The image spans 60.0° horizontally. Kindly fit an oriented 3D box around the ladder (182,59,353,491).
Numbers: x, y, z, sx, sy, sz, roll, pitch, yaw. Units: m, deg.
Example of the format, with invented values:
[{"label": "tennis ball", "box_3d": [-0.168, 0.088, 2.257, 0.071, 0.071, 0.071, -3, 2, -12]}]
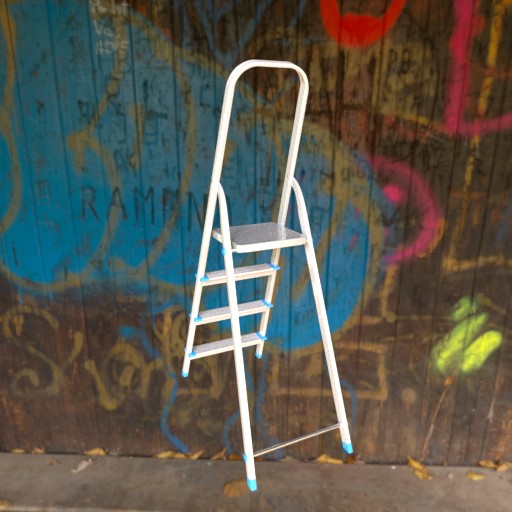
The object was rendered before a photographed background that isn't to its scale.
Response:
[{"label": "ladder", "box_3d": [0.000, 0.000, 1.796, 0.445, 1.434, 0.842, -8, 19, -25]}]
